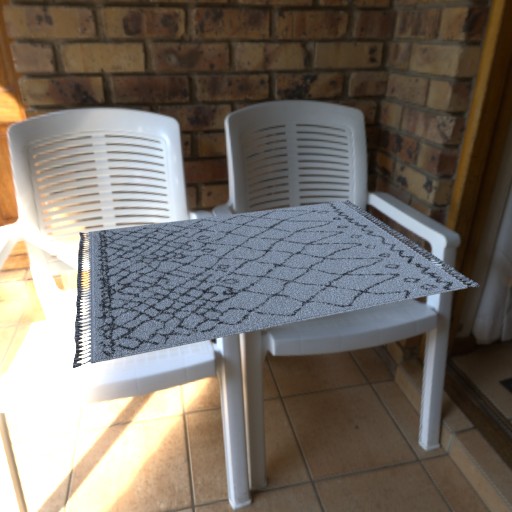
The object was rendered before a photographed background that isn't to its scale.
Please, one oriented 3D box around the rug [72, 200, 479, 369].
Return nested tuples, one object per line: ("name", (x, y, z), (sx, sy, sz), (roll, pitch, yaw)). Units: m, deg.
("rug", (0.000, 0.000, 3.036), (2.312, 0.017, 1.613), (-9, 28, -17))
